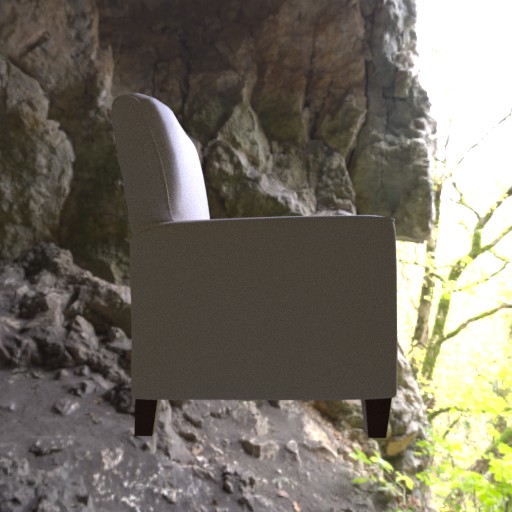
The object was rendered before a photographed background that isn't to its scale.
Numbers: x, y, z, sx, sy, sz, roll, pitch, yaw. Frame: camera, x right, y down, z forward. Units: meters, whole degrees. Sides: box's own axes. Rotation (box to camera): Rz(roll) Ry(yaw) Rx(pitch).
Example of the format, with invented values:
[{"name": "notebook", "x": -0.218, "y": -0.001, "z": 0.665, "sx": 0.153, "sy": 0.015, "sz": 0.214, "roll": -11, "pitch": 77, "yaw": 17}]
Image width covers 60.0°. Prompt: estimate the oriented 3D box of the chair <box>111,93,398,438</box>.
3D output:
[{"name": "chair", "x": 0.000, "y": 0.000, "z": 1.629, "sx": 0.858, "sy": 1.028, "sz": 0.841, "roll": 0, "pitch": 0, "yaw": 1}]
